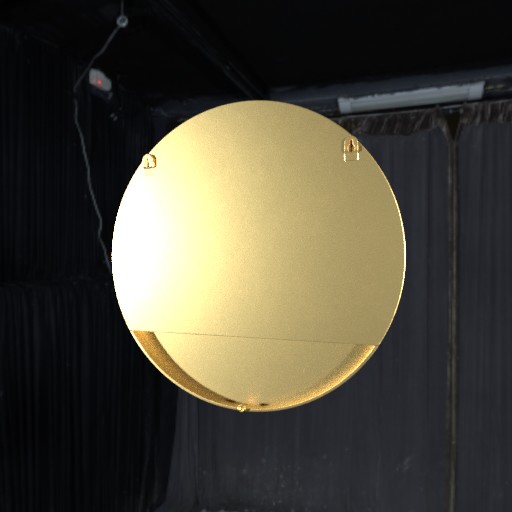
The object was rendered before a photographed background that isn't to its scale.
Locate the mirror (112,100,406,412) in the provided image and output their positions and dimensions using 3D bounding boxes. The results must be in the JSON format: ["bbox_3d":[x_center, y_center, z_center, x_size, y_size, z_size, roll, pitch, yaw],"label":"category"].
[{"bbox_3d":[0.000,0.000,0.713,0.457,0.457,0.133,0,0,19],"label":"mirror"}]
